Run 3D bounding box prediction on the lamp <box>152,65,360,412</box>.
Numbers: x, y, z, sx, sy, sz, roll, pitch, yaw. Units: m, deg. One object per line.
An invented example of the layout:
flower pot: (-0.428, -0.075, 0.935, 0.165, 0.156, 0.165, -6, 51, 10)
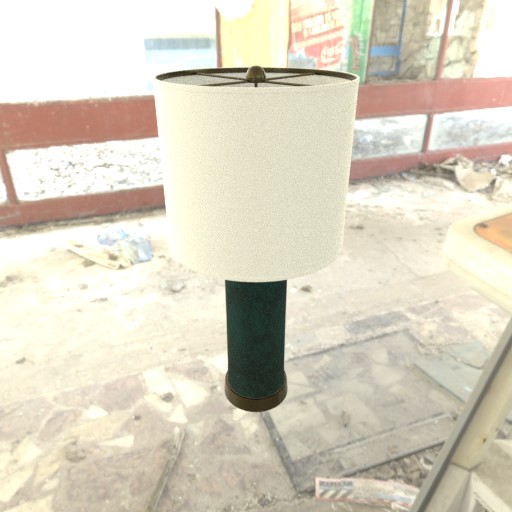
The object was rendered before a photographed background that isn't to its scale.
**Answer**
lamp: (0.000, 0.000, 0.794, 0.301, 0.630, 0.301, 0, 27, 0)
